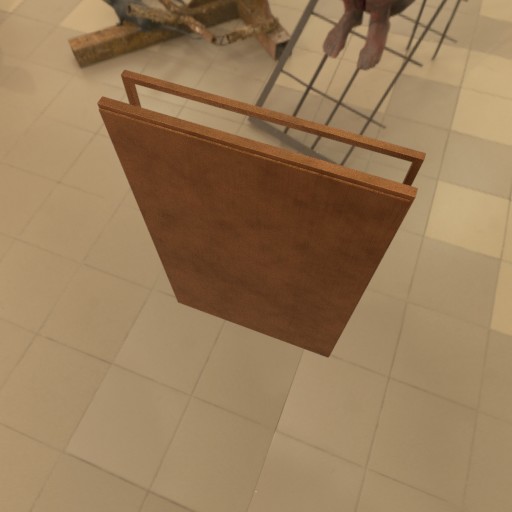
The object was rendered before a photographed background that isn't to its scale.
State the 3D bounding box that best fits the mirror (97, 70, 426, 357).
[{"bbox_3d":[0.000,0.000,0.961,0.468,0.768,0.082,19,64,10],"label":"mirror"}]
